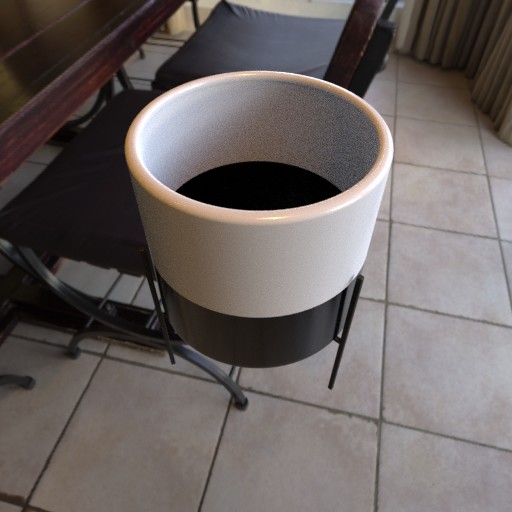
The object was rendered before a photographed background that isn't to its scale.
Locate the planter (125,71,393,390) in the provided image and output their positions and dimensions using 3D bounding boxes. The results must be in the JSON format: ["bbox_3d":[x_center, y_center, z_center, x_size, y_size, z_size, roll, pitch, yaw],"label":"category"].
[{"bbox_3d":[0.000,0.000,0.662,0.310,0.432,0.310,-4,48,-4],"label":"planter"}]
